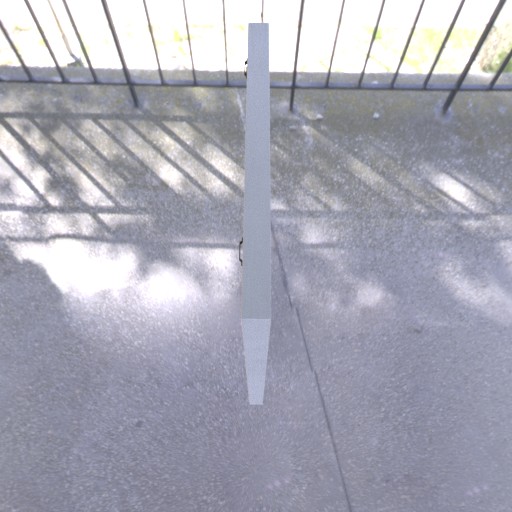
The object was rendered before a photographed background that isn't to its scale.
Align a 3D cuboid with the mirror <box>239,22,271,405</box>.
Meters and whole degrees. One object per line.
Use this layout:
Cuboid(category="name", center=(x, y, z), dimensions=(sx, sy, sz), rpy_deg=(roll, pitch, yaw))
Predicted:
Cuboid(category="mirror", center=(0.000, 0.000, 0.936), dimensions=(0.039, 0.710, 0.507), rpy_deg=(0, 64, 0))
